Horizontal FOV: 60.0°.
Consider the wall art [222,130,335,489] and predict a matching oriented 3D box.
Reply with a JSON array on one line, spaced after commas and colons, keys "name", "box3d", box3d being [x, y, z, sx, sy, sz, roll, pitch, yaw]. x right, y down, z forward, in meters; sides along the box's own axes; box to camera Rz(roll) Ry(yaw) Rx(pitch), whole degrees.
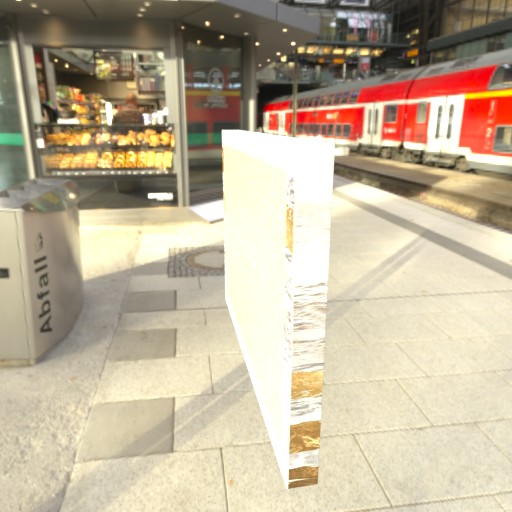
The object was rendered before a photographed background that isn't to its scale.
[{"name": "wall art", "box3d": [0.000, 0.000, 0.766, 0.041, 0.407, 0.606, -3, 17, -10]}]
